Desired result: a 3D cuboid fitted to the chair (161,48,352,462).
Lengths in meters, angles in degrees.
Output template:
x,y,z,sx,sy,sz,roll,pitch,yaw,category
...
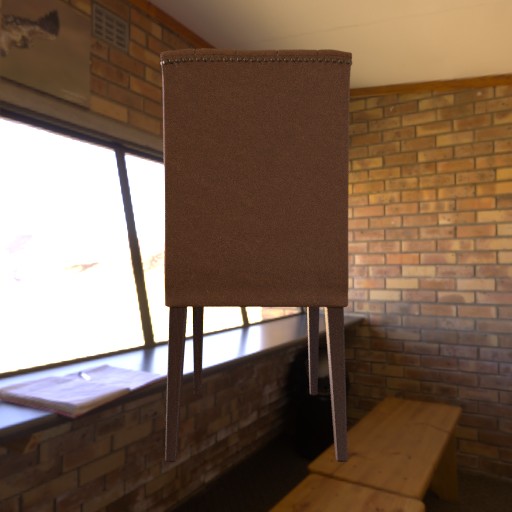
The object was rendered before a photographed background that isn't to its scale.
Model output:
x,y,z,sx,sy,sz,roll,pitch,yaw,category
0.000,0.000,1.387,0.511,1.016,0.647,0,-2,0,chair
